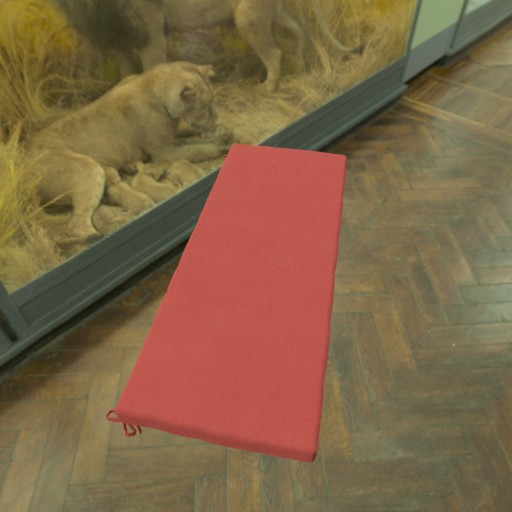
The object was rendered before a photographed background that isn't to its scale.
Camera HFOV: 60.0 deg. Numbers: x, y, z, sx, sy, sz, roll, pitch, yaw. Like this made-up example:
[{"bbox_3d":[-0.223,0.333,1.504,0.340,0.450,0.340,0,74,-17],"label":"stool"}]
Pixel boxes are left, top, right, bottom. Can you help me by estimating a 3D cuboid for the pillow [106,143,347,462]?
[{"bbox_3d":[0.000,0.000,1.363,0.492,0.081,1.187,8,46,8],"label":"pillow"}]
